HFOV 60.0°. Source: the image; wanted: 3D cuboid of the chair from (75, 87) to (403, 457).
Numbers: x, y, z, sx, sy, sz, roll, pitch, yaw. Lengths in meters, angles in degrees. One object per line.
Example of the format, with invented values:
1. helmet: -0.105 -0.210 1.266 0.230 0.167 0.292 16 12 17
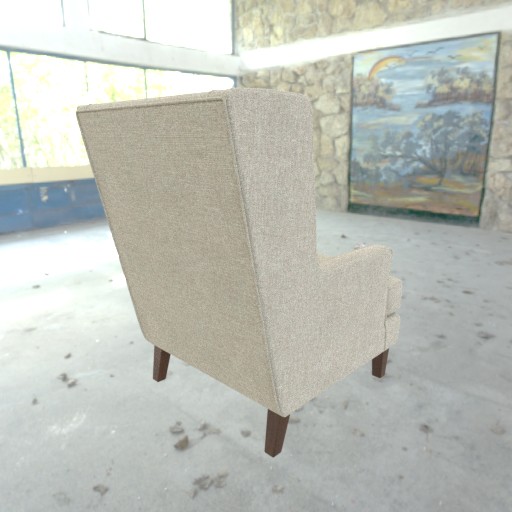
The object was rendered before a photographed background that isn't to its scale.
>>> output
1. chair: 0.000 0.000 1.664 0.764 1.082 0.948 14 20 42
